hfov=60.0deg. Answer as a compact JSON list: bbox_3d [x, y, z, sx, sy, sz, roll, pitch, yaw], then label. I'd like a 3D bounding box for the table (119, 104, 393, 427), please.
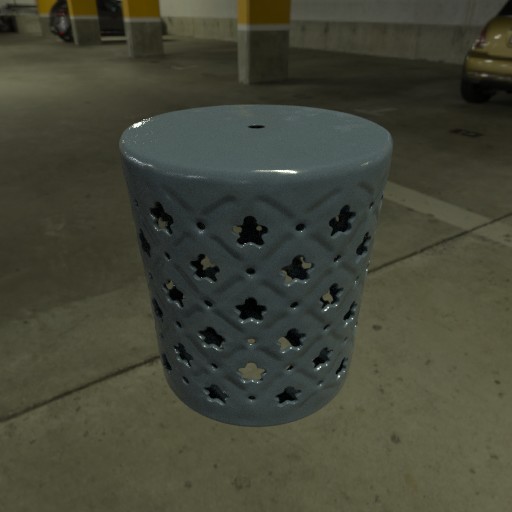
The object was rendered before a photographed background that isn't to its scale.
[{"bbox_3d":[0.000,0.000,0.672,0.352,0.387,0.352,0,29,0],"label":"table"}]
